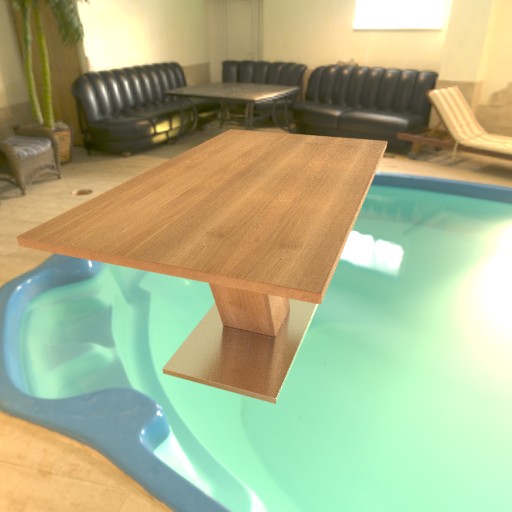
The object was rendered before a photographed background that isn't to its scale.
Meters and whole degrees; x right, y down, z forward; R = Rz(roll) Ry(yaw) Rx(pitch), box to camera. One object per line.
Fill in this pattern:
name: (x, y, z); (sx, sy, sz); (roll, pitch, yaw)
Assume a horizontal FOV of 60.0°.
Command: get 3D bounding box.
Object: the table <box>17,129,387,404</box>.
table: (0.000, 0.000, 1.991); (0.900, 0.750, 1.600); (9, 29, 18)
